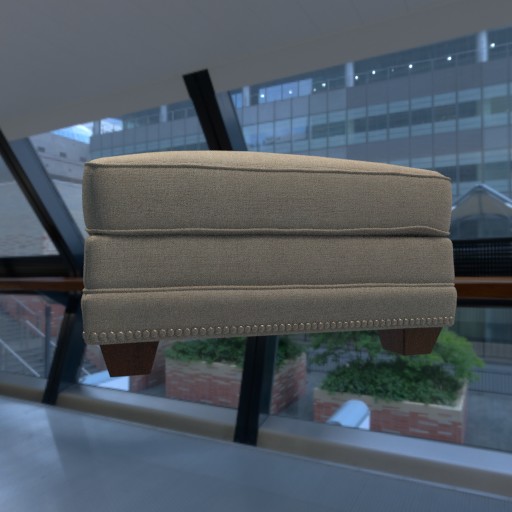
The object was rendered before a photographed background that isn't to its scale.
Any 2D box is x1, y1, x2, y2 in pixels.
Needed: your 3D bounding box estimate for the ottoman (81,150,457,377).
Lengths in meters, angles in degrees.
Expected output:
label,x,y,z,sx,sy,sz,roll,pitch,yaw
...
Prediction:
label,x,y,z,sx,sy,sz,roll,pitch,yaw
ottoman,0.000,0.000,1.136,0.813,0.458,0.559,0,-1,-18
